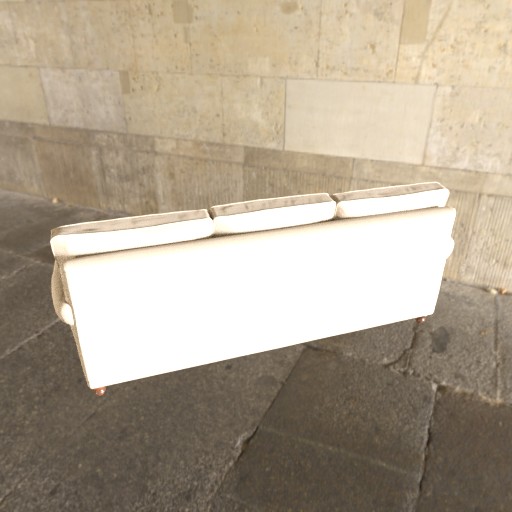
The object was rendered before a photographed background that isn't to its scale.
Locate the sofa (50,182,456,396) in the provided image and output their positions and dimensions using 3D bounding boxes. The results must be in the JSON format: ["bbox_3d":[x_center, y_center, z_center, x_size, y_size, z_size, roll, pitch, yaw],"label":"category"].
[{"bbox_3d":[0.000,0.000,2.819,2.354,0.948,0.966,-9,28,-17],"label":"sofa"}]
